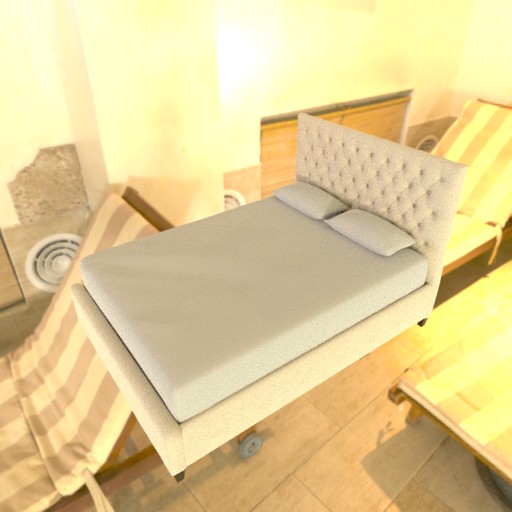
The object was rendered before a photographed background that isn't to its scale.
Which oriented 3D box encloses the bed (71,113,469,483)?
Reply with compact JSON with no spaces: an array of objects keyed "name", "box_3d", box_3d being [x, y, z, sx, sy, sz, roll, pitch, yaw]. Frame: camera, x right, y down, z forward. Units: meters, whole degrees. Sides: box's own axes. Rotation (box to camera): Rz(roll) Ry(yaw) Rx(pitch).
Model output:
[{"name":"bed","box_3d":[0.000,0.000,3.327,2.387,1.427,1.698,-21,38,-30]}]
